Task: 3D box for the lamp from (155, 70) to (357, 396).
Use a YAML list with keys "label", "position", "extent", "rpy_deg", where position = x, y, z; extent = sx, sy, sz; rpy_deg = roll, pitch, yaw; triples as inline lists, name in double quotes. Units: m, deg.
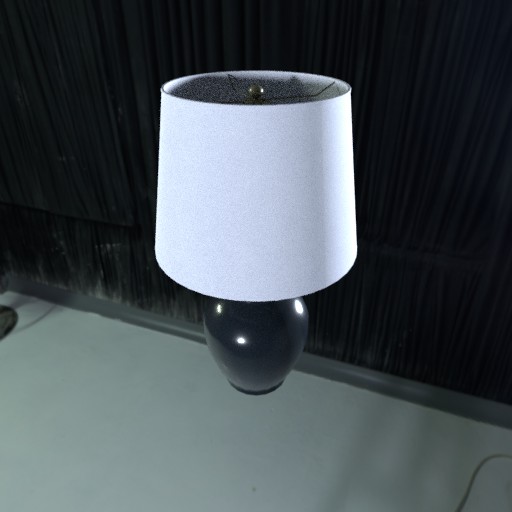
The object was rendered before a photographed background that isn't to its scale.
- label: "lamp"
  position: [0.000, 0.000, 0.547]
  extent: [0.239, 0.399, 0.239]
  rpy_deg: [0, 31, 0]
